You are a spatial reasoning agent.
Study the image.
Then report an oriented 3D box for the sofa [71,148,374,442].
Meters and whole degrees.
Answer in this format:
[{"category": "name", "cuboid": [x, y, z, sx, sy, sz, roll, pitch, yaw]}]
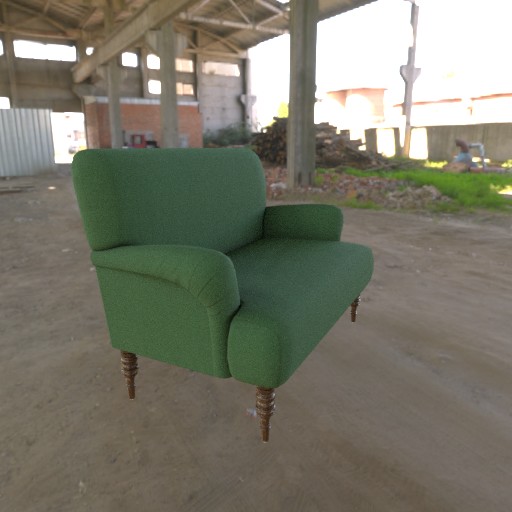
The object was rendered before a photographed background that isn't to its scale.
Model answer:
[{"category": "sofa", "cuboid": [0.000, 0.000, 1.880, 0.779, 0.889, 1.297, 7, 15, 26]}]
